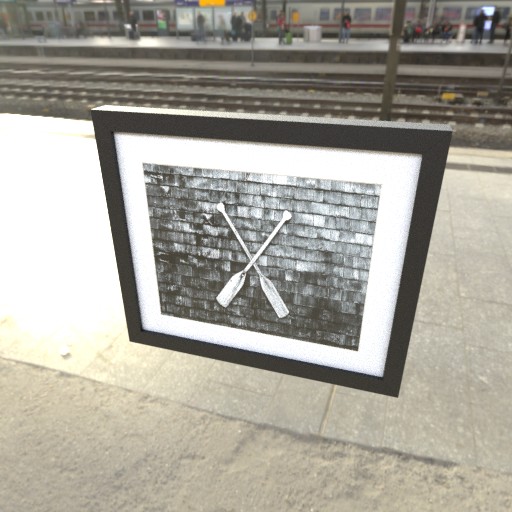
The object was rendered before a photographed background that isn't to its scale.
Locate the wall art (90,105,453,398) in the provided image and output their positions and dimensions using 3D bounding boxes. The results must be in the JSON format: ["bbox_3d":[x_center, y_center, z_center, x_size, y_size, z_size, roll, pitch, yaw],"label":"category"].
[{"bbox_3d":[0.000,0.000,0.540,0.381,0.330,0.029,8,29,15],"label":"wall art"}]
